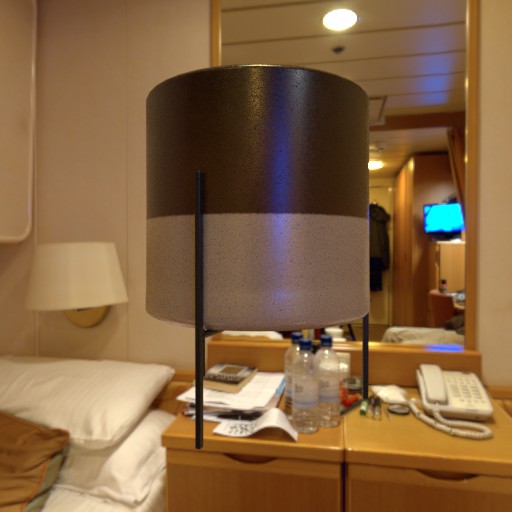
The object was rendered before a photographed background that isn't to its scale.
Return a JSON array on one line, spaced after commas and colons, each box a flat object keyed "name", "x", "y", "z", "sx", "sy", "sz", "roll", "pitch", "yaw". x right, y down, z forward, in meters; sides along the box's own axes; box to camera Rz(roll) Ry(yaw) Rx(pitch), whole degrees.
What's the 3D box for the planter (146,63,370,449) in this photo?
[{"name": "planter", "x": 0.000, "y": 0.000, "z": 0.704, "sx": 0.345, "sy": 0.465, "sz": 0.354, "roll": -1, "pitch": 1, "yaw": -36}]
